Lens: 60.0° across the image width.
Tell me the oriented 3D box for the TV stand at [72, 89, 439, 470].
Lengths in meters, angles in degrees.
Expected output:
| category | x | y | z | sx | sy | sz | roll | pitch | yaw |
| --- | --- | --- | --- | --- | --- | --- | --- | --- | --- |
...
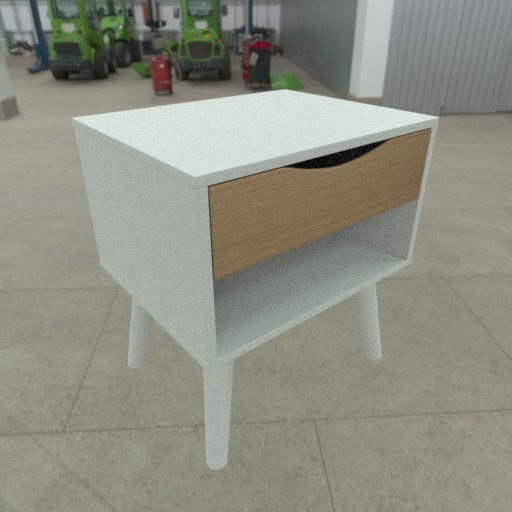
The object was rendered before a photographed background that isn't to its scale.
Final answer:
| category | x | y | z | sx | sy | sz | roll | pitch | yaw |
| --- | --- | --- | --- | --- | --- | --- | --- | --- | --- |
| TV stand | 0.000 | 0.000 | 0.917 | 0.508 | 0.559 | 0.405 | -21 | 36 | -33 |
